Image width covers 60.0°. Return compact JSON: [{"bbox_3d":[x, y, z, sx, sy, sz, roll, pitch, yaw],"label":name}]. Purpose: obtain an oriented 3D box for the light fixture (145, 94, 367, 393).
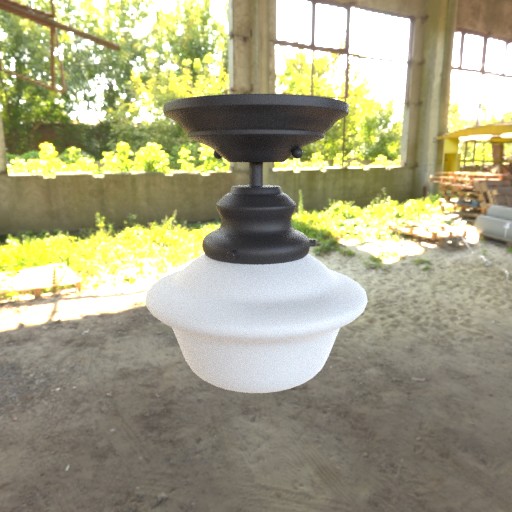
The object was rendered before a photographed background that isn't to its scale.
[{"bbox_3d":[0.000,0.000,0.396,0.197,0.254,0.197,0,12,0],"label":"light fixture"}]
